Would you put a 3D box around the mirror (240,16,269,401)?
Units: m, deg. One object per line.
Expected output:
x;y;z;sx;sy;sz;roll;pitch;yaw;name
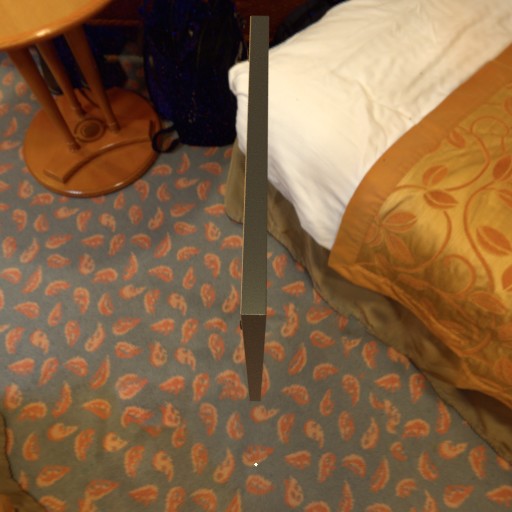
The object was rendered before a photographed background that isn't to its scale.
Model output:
0.000;0.000;1.152;0.040;0.915;0.609;1;65;0;mirror
